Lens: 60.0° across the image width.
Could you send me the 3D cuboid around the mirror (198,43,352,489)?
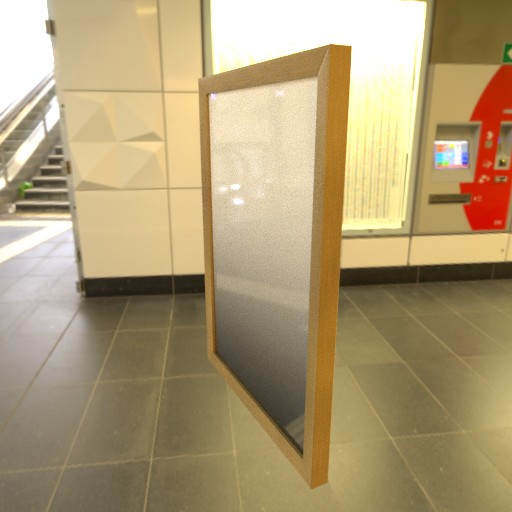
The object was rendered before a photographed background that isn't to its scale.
[{"bbox_3d":[0.000,0.000,0.898,0.040,0.710,0.507,-8,18,-26],"label":"mirror"}]
